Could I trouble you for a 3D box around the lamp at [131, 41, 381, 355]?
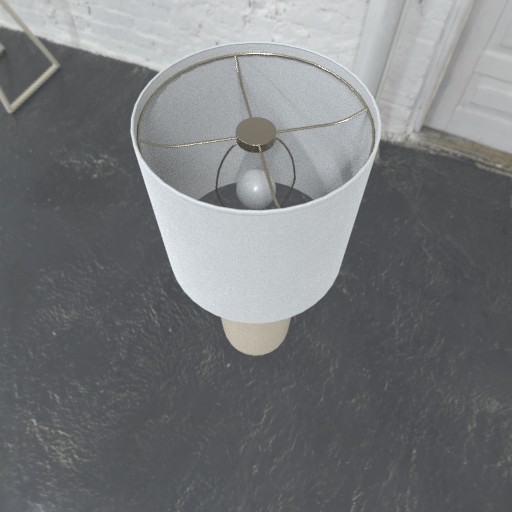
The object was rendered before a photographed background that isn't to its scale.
[{"bbox_3d":[0.000,0.000,0.595,0.220,0.475,0.220,2,58,1],"label":"lamp"}]
